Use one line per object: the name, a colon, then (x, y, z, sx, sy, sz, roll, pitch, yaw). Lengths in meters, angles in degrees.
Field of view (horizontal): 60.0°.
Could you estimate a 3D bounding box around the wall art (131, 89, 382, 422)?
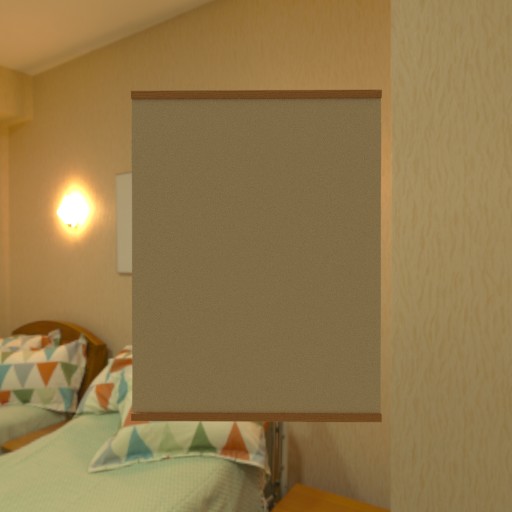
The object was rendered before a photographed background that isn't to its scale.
wall art: (0.000, 0.000, 0.816, 0.458, 0.605, 0.011, 0, 0, 1)
